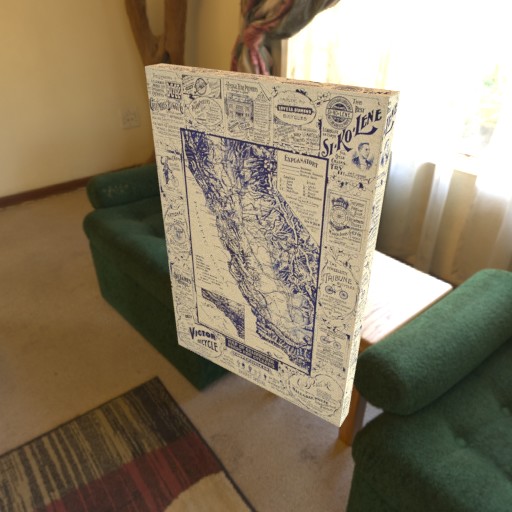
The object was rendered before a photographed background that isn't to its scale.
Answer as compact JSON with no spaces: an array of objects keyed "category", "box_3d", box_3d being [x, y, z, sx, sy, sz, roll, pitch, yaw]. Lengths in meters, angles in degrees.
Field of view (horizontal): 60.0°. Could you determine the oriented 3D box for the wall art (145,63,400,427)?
[{"category":"wall art","box_3d":[0.000,0.000,0.791,0.408,0.601,0.040,19,36,28]}]
